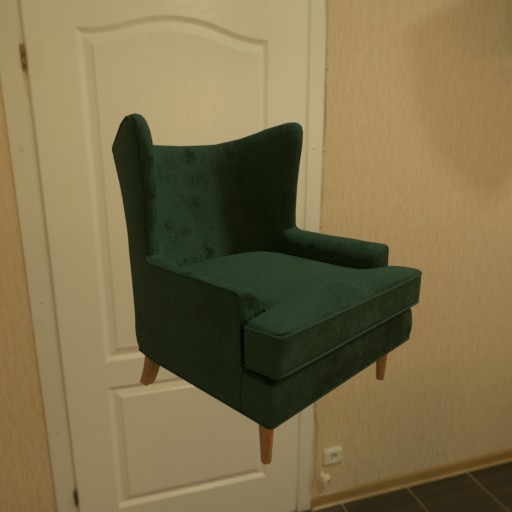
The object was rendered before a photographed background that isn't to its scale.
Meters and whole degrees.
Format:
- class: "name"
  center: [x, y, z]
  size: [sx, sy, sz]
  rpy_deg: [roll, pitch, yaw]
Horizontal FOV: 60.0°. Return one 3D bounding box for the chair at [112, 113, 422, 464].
- class: "chair"
  center: [0.000, 0.000, 1.584]
  size: [0.910, 0.952, 0.793]
  rpy_deg: [13, 19, 43]
